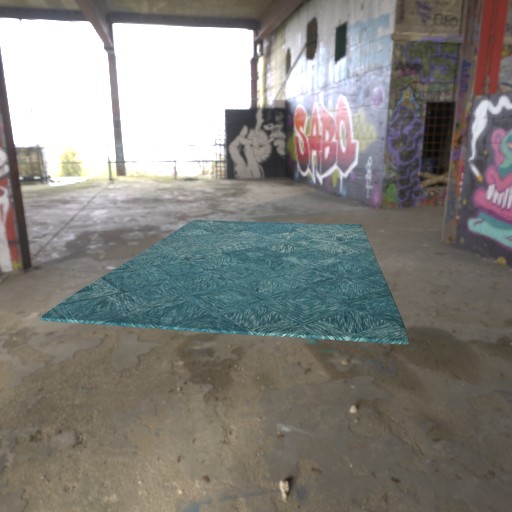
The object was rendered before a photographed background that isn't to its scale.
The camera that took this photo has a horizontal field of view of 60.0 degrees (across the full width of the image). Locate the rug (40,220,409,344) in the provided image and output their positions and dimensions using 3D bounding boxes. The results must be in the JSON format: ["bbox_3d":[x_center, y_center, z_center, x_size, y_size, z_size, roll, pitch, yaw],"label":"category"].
[{"bbox_3d":[0.000,0.000,2.131,1.136,0.017,1.728,2,15,8],"label":"rug"}]
